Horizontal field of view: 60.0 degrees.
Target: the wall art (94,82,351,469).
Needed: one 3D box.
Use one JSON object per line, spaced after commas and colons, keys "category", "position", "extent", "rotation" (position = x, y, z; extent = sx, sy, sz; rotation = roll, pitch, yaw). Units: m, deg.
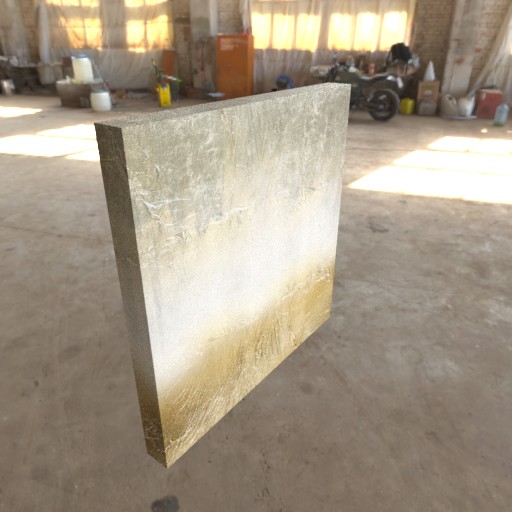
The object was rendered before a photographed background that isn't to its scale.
{"category": "wall art", "position": [0.000, 0.000, 0.602], "extent": [0.038, 0.407, 0.405], "rotation": [19, 33, 33]}
